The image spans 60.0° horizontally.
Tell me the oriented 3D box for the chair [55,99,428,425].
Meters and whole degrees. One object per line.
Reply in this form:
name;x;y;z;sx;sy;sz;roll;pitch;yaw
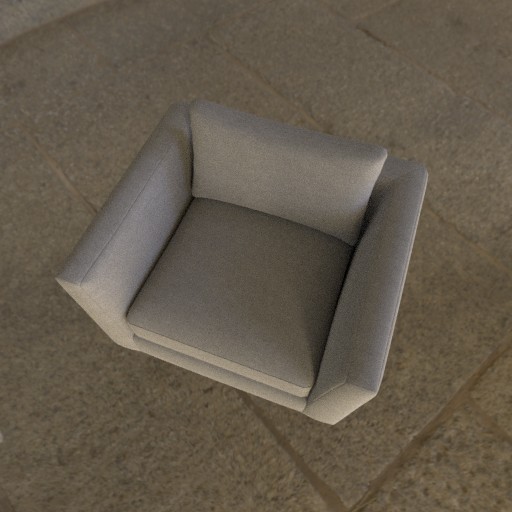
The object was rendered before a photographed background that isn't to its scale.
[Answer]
chair;0.000;0.000;1.712;1.041;0.864;0.889;18;61;10
